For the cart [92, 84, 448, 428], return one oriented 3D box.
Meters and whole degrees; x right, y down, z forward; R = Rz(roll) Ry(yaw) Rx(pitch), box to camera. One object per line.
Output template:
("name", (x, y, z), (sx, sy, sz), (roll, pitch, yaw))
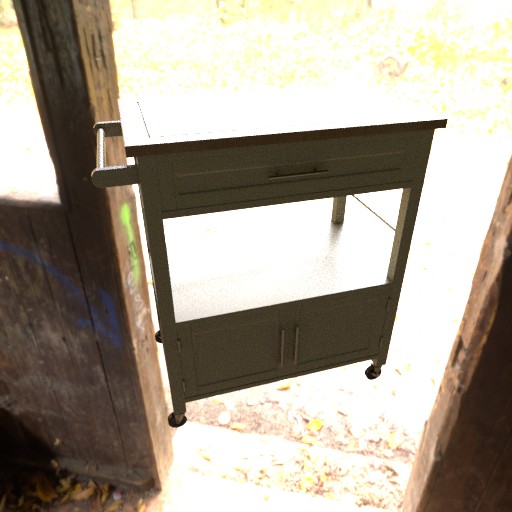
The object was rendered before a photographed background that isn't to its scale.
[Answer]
("cart", (0.000, 0.000, 1.393), (0.840, 0.901, 0.459), (-9, 33, -14))
